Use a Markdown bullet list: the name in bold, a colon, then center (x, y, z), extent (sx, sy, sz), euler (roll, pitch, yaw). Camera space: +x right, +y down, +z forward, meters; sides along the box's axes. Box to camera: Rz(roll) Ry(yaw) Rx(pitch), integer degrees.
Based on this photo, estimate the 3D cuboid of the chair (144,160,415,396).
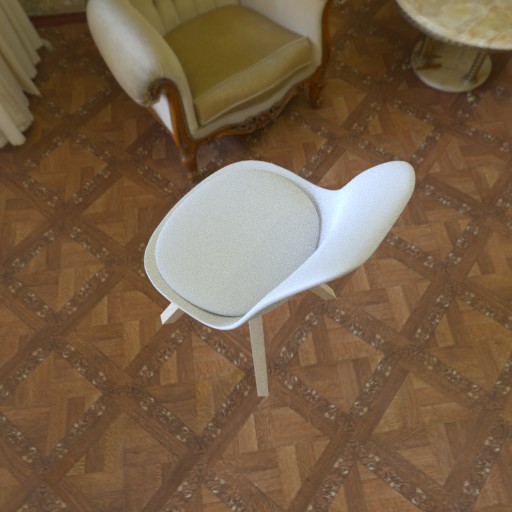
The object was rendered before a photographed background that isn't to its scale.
- **chair**: center (0.000, 0.000, 1.171), extent (0.550, 0.850, 0.485), euler (33, 67, 16)
